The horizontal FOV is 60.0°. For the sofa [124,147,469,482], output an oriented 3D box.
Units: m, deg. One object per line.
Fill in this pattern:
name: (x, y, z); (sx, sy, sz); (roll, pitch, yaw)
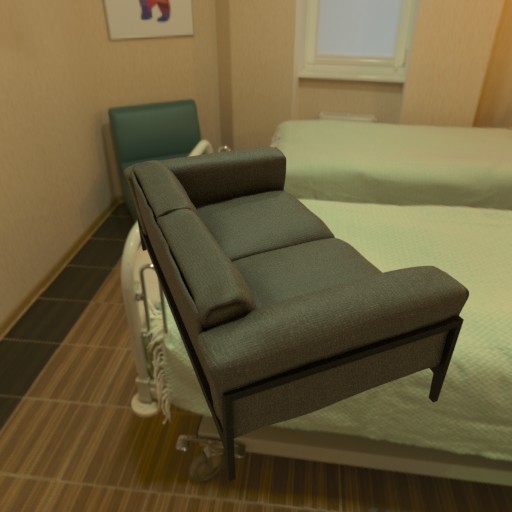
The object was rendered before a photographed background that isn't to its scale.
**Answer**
sofa: (0.000, 0.000, 2.143); (0.960, 0.656, 1.690); (-12, 34, -19)
